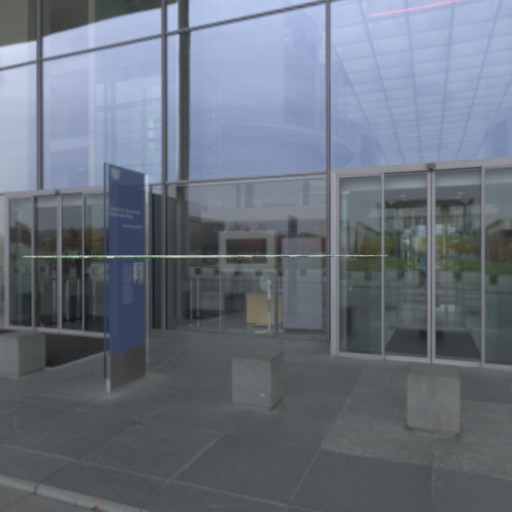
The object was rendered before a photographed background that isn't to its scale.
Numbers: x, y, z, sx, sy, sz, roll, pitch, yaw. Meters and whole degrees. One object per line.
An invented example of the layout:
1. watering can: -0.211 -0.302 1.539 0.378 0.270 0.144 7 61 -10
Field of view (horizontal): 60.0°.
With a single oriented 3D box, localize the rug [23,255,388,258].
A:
1. rug: 0.000 0.000 2.706 0.761 0.006 2.438 0 0 36
